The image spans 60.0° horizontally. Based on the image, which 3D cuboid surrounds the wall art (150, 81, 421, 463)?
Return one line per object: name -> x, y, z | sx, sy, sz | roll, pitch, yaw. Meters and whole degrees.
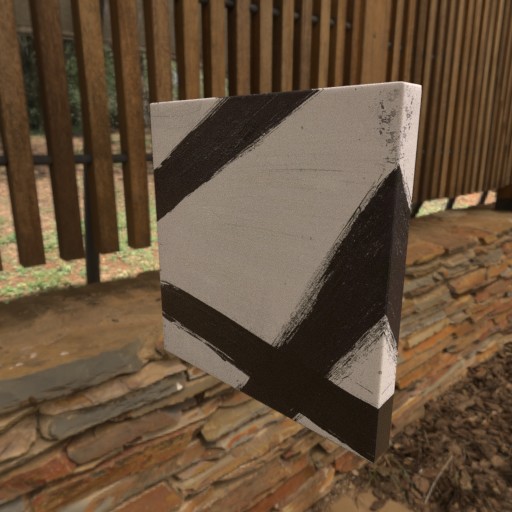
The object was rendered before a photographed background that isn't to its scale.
wall art -> 0.000, 0.000, 0.745 | 0.507, 0.508, 0.050 | 14, 21, 42
